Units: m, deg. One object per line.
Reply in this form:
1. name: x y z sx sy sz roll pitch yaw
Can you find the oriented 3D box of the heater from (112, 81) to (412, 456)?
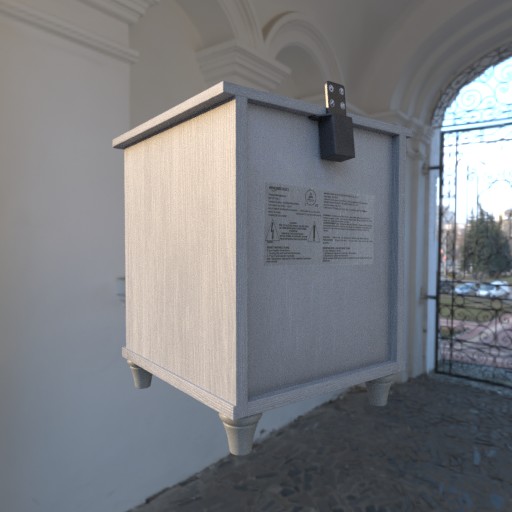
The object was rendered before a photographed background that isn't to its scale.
1. heater: 0.000 0.000 0.756 0.362 0.481 0.400 -1 2 -37
